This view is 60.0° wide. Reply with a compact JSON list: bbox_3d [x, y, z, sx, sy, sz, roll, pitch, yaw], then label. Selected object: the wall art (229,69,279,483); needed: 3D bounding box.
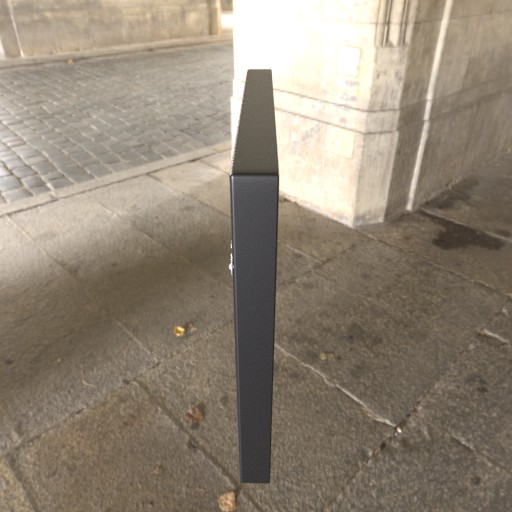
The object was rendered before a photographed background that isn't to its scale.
[{"bbox_3d":[0.000,0.000,0.604,0.041,0.407,0.406,0,33,1],"label":"wall art"}]
